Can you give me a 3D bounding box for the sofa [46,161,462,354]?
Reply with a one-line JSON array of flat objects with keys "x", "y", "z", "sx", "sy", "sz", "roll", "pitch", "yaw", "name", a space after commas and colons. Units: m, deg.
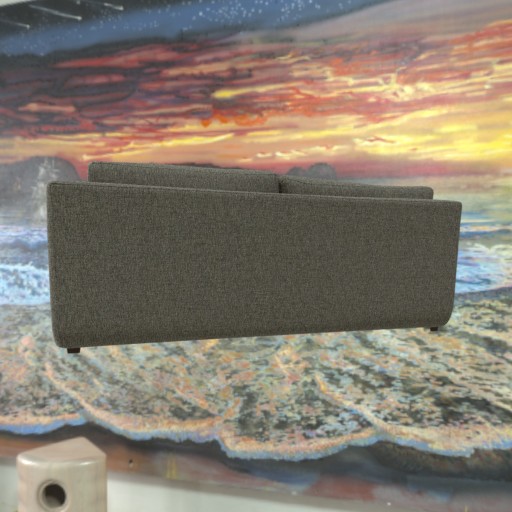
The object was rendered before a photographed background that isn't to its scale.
[{"x": 0.000, "y": 0.000, "z": 2.941, "sx": 2.418, "sy": 0.998, "sz": 1.103, "roll": 0, "pitch": 0, "yaw": -18, "name": "sofa"}]
